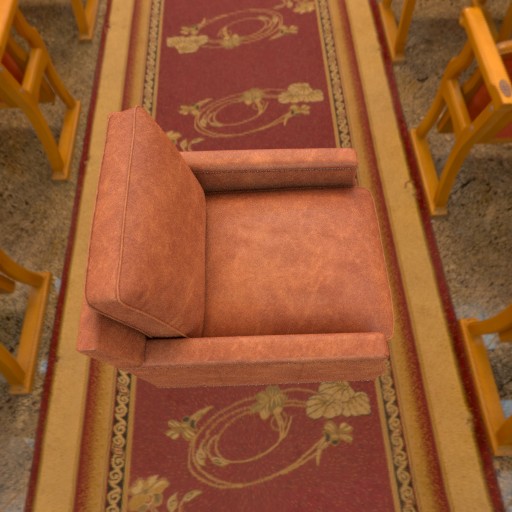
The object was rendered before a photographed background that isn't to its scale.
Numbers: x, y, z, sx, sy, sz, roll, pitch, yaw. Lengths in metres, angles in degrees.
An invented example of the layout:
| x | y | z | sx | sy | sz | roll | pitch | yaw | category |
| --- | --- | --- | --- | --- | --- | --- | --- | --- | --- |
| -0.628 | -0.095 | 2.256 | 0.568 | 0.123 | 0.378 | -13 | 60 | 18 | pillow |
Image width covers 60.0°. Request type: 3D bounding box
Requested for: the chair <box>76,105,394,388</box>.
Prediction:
| x | y | z | sx | sy | sz | roll | pitch | yaw | category |
| --- | --- | --- | --- | --- | --- | --- | --- | --- | --- |
| 0.000 | 0.000 | 1.681 | 1.014 | 0.943 | 0.853 | -2 | 65 | -1 | chair |
